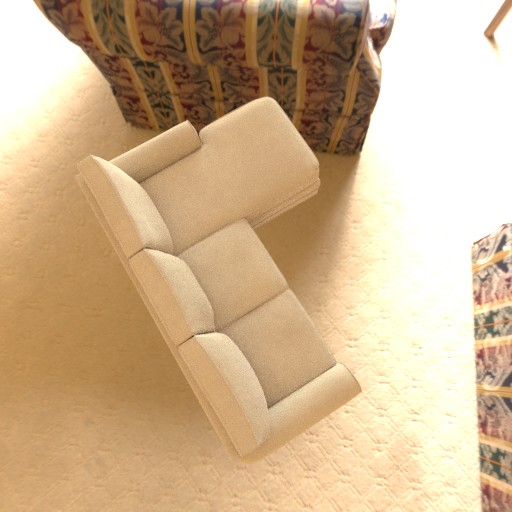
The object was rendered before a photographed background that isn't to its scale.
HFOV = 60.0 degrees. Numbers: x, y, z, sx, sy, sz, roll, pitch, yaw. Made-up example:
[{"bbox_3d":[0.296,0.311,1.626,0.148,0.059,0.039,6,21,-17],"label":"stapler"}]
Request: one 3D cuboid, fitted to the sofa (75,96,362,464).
[{"bbox_3d":[0.000,0.000,2.432,1.226,0.734,1.770,-31,77,-8],"label":"sofa"}]
